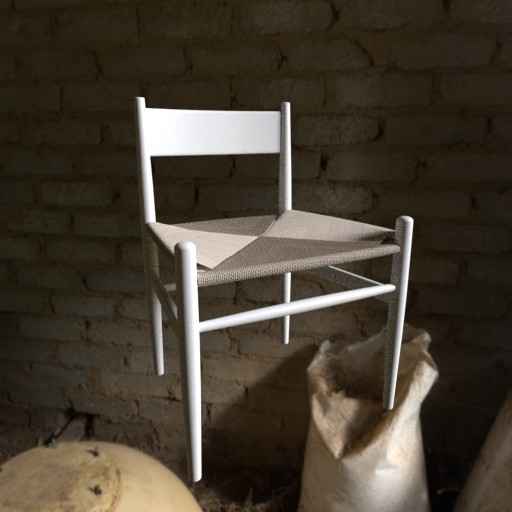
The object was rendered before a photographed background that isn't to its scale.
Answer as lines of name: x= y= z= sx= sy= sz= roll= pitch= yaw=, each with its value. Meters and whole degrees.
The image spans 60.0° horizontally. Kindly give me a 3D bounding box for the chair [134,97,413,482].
chair: x=0.000 y=0.000 z=1.107 sx=0.556 sy=0.762 sz=0.495 roll=-8 pitch=18 yaw=-26
